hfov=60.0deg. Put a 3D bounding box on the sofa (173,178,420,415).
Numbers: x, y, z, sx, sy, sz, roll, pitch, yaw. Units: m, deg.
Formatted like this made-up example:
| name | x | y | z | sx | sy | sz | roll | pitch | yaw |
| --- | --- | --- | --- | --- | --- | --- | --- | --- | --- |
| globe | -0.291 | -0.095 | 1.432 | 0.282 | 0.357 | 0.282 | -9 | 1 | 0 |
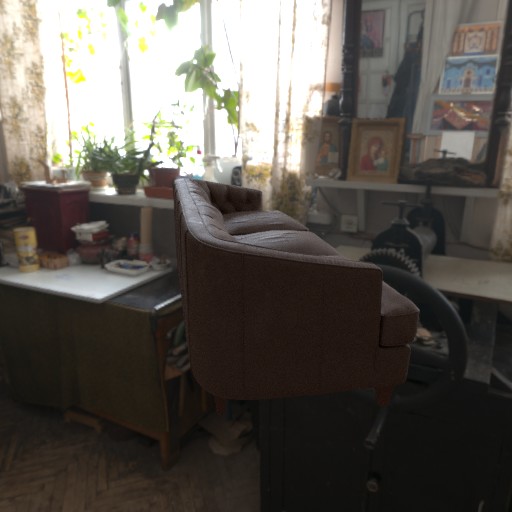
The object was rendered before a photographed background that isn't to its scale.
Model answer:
| name | x | y | z | sx | sy | sz | roll | pitch | yaw |
| --- | --- | --- | --- | --- | --- | --- | --- | --- | --- |
| sofa | 0.000 | 0.000 | 2.682 | 0.927 | 0.787 | 2.227 | -3 | 17 | -11 |
